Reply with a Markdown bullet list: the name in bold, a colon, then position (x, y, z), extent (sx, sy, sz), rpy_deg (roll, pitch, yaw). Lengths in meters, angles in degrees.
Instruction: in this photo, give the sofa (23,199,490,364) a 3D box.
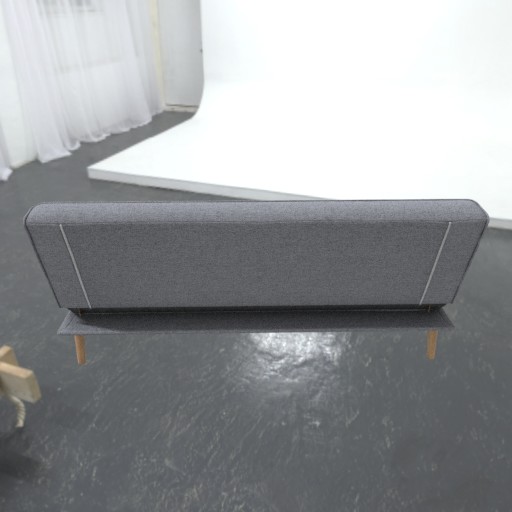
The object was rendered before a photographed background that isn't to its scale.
- **sofa**: position (0.000, 0.000, 2.246), extent (1.820, 0.830, 0.810), rpy_deg (-1, 29, -1)
